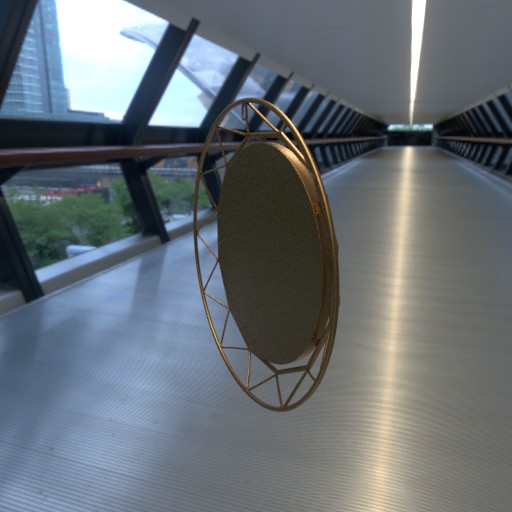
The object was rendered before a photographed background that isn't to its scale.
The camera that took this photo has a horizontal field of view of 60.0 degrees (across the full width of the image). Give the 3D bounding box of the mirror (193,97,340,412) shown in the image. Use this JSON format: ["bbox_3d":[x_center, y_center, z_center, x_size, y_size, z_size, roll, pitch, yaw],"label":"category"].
[{"bbox_3d":[0.000,0.000,0.676,0.043,0.454,0.454,-7,16,-26],"label":"mirror"}]
